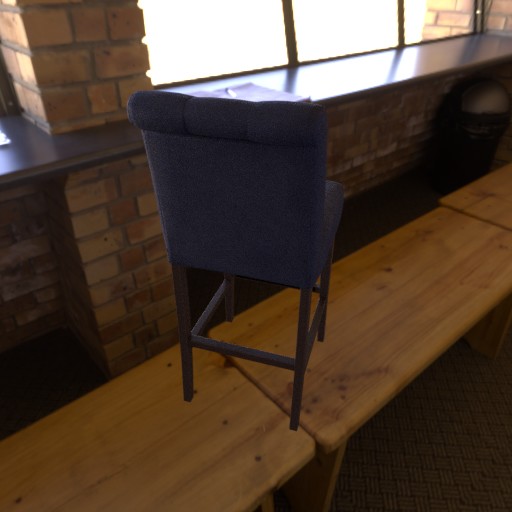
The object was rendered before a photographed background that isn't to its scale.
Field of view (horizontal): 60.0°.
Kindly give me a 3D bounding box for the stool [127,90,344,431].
[{"bbox_3d":[0.000,0.000,1.487,0.493,1.140,0.601,10,34,15],"label":"stool"}]
